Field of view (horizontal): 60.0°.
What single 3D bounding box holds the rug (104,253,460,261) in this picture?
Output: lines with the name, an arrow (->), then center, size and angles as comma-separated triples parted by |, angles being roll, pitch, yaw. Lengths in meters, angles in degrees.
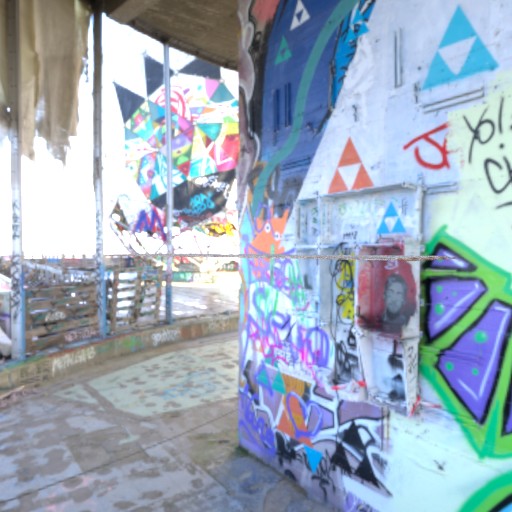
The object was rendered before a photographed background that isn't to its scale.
rug -> 0.000, 0.000, 2.841 | 1.324, 0.018, 2.378 | -1, 1, -36
